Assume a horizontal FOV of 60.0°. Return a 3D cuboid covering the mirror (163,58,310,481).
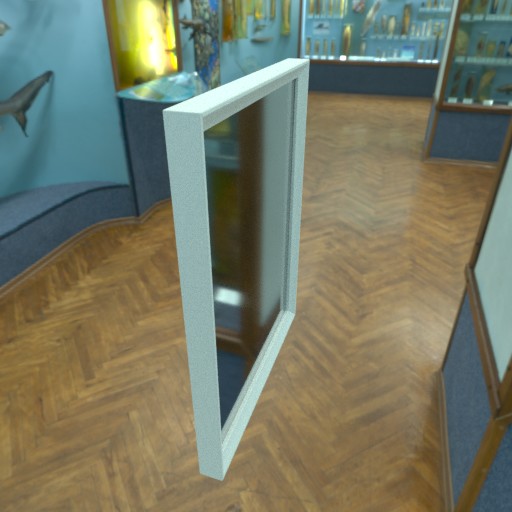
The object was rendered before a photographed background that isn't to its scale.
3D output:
[{"bbox_3d":[0.000,0.000,0.672,0.041,0.509,0.406,10,32,16],"label":"mirror"}]
